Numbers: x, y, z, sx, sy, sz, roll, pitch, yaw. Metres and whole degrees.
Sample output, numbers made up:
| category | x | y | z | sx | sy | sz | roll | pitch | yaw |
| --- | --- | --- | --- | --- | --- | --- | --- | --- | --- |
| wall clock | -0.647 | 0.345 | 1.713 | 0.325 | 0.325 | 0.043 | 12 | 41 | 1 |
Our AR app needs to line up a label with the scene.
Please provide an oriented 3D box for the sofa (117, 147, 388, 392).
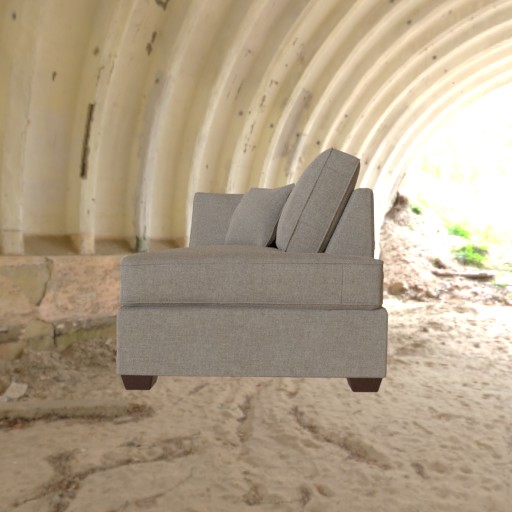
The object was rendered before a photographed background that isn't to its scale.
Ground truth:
| category | x | y | z | sx | sy | sz | roll | pitch | yaw |
| --- | --- | --- | --- | --- | --- | --- | --- | --- | --- |
| sofa | 0.000 | 0.000 | 2.799 | 1.110 | 1.019 | 2.238 | 0 | 1 | 1 |
